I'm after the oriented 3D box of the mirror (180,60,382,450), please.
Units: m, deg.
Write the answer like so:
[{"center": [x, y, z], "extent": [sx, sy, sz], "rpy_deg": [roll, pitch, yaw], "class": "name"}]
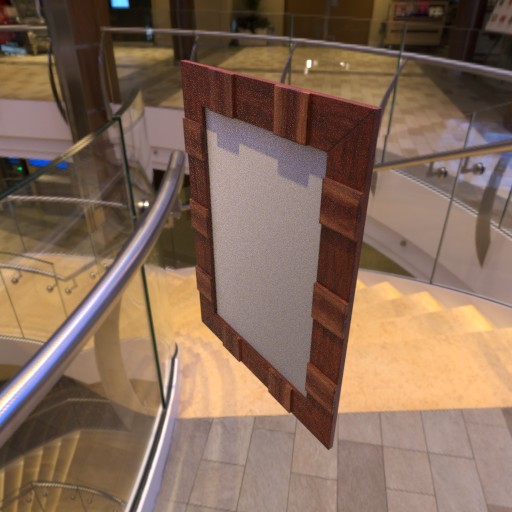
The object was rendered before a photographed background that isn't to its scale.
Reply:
[{"center": [0.000, 0.000, 1.069], "extent": [0.021, 0.805, 0.600], "rpy_deg": [-21, 37, -30], "class": "mirror"}]
